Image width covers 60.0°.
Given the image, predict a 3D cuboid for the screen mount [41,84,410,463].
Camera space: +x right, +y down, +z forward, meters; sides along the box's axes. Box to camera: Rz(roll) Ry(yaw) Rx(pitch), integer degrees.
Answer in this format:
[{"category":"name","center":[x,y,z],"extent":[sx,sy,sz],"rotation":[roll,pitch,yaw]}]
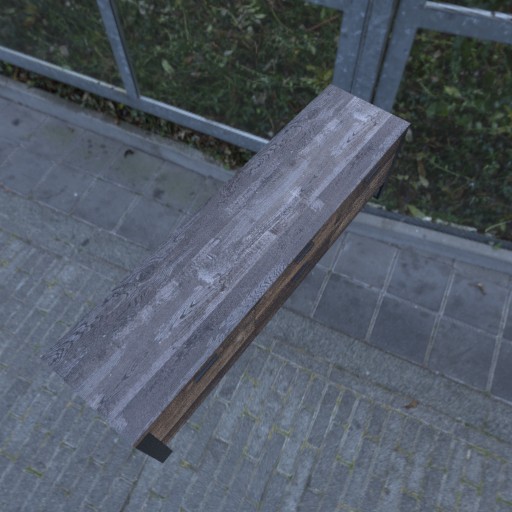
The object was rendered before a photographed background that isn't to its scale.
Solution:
[{"category":"screen mount","center":[0.000,0.000,1.724],"extent":[0.395,0.450,1.524],"rotation":[34,65,18]}]
